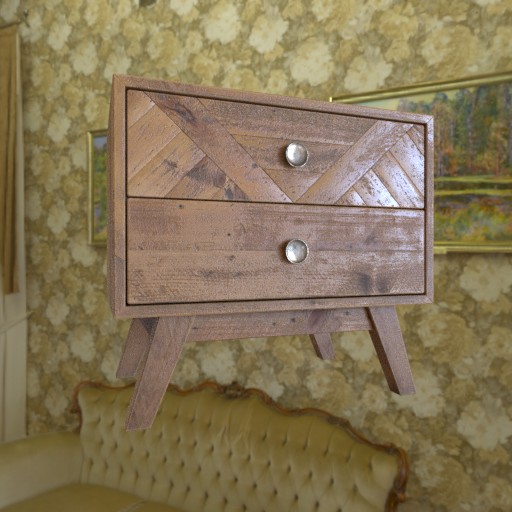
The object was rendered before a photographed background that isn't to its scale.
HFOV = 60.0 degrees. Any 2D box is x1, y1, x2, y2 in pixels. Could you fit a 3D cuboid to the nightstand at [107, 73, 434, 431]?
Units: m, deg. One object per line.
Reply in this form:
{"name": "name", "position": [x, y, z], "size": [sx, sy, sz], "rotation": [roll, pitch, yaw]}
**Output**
{"name": "nightstand", "position": [0.000, 0.000, 1.034], "size": [0.650, 0.599, 0.450], "rotation": [0, 0, -20]}
